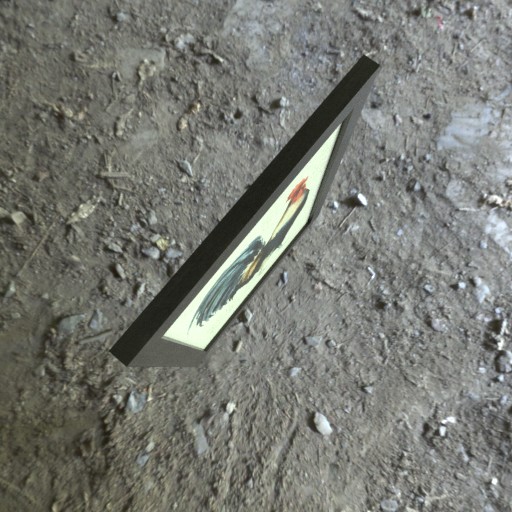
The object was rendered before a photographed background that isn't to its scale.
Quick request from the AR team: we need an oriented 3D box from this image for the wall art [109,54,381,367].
[{"bbox_3d":[0.000,0.000,0.805,0.027,0.580,0.479,38,79,9],"label":"wall art"}]
